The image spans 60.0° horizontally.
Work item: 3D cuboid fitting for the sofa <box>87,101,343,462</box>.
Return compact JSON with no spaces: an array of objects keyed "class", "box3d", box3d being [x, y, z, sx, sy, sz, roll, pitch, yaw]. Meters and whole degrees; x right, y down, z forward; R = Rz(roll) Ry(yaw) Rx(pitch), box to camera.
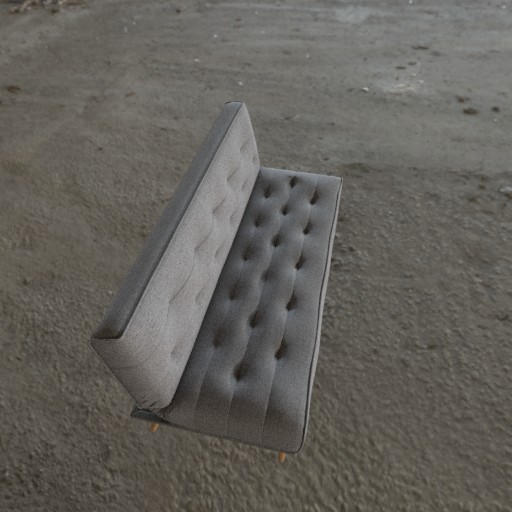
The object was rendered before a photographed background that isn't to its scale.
[{"class":"sofa","box3d":[0.000,0.000,2.379,0.810,0.830,1.820,9,46,9]}]
